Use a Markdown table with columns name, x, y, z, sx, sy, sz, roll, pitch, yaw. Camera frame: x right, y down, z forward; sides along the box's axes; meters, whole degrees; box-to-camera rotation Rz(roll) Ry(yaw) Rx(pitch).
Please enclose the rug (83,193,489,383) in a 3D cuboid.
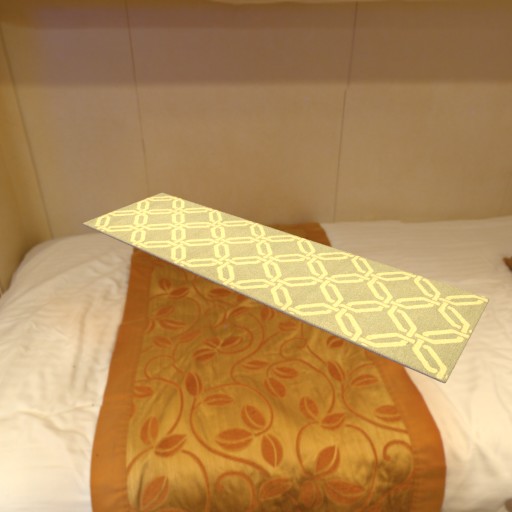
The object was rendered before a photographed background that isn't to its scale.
| name | x | y | z | sx | sy | sz | roll | pitch | yaw |
| --- | --- | --- | --- | --- | --- | --- | --- | --- | --- |
| rug | 0.000 | 0.000 | 2.471 | 2.276 | 0.014 | 0.678 | 20 | 35 | 32 |
